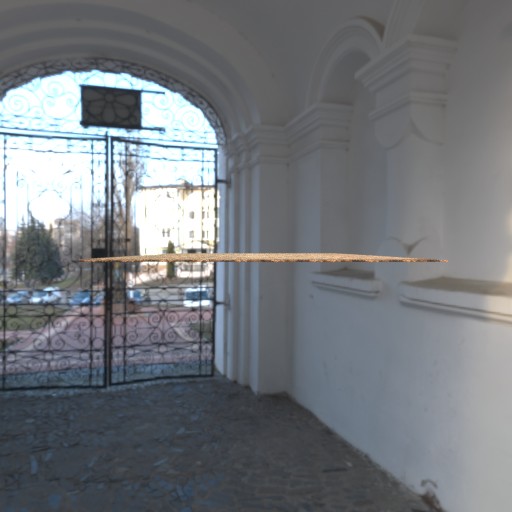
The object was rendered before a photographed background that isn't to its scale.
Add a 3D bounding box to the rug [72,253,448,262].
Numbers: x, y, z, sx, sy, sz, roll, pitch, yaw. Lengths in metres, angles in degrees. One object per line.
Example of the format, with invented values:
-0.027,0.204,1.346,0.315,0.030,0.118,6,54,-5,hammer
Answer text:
0.000,0.000,2.985,1.516,0.010,2.434,0,1,-1,rug
